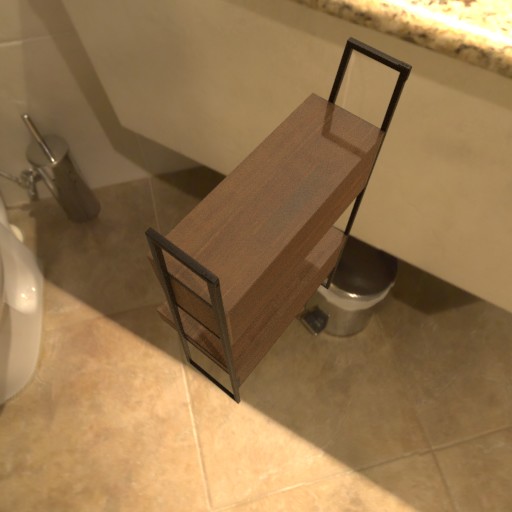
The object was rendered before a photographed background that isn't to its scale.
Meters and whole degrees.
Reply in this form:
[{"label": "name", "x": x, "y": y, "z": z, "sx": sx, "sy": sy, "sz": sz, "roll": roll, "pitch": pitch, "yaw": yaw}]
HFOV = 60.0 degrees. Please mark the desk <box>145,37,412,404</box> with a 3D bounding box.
[{"label": "desk", "x": 0.000, "y": 0.000, "z": 2.129, "sx": 0.515, "sy": 1.809, "sz": 0.982, "roll": 35, "pitch": 68, "yaw": 17}]
